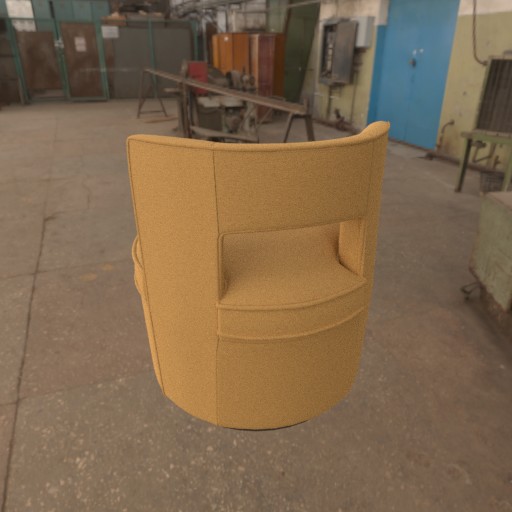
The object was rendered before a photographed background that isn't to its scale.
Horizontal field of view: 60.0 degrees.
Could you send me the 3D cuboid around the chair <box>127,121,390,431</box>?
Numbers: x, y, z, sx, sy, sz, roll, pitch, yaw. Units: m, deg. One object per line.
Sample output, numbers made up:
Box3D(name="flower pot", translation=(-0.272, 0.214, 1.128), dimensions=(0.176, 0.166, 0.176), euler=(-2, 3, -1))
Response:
Box3D(name="chair", translation=(0.000, 0.000, 1.211), dimensions=(0.650, 0.723, 0.665), euler=(-8, 27, -16))
